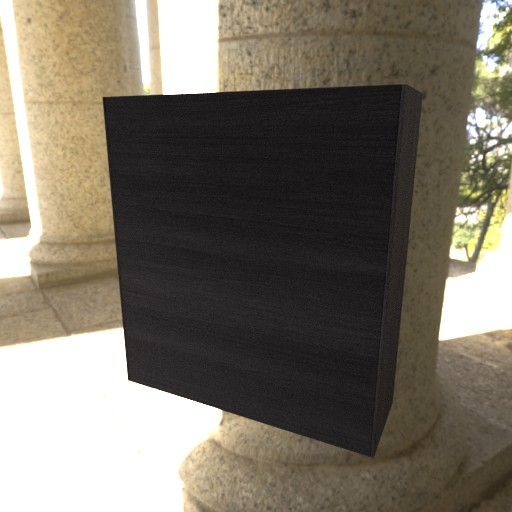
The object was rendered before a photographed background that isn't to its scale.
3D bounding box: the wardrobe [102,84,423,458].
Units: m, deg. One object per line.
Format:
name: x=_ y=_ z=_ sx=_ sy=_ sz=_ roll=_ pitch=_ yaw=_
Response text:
wardrobe: x=0.000 y=0.000 z=2.854 sx=1.780 sy=1.960 sz=0.629 roll=8 pitch=18 yaw=25
